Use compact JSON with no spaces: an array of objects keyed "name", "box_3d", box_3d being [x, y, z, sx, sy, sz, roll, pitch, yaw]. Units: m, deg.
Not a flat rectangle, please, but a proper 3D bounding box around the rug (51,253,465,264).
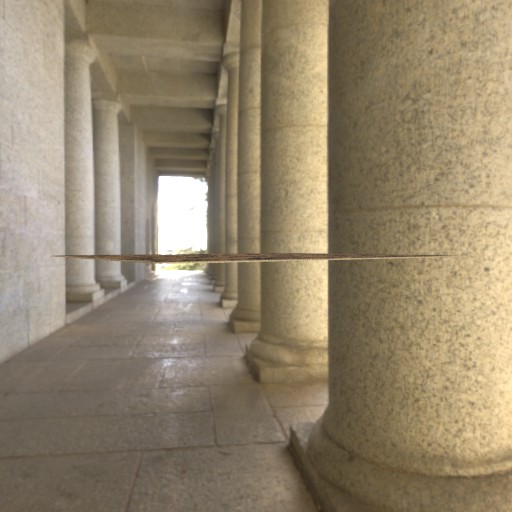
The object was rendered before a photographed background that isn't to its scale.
[{"name":"rug","box_3d":[0.000,0.000,4.014,2.977,0.008,2.380,-1,1,-37]}]
